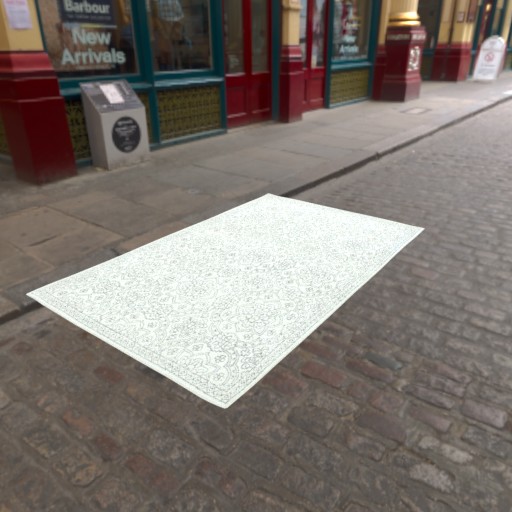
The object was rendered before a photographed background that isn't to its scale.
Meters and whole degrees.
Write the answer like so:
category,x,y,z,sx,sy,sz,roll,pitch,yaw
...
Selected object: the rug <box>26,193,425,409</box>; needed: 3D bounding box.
category,x,y,z,sx,sy,sz,roll,pitch,yaw
rug,0.000,0.000,3.026,1.518,0.023,2.434,18,31,33
